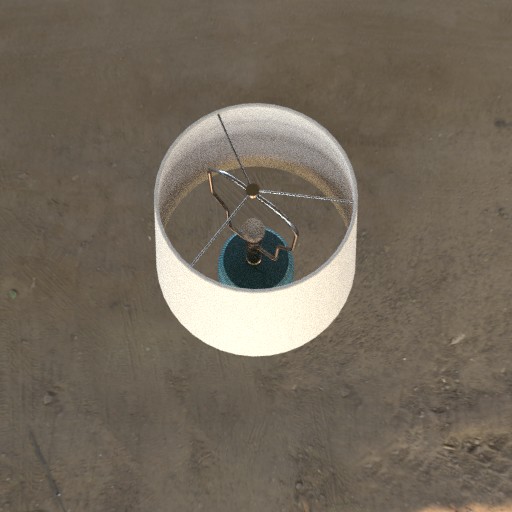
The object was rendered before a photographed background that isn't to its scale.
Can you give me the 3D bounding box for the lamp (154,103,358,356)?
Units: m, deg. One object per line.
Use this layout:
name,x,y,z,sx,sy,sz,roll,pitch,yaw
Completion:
lamp,0.000,0.000,0.800,0.355,0.582,0.355,0,75,0
